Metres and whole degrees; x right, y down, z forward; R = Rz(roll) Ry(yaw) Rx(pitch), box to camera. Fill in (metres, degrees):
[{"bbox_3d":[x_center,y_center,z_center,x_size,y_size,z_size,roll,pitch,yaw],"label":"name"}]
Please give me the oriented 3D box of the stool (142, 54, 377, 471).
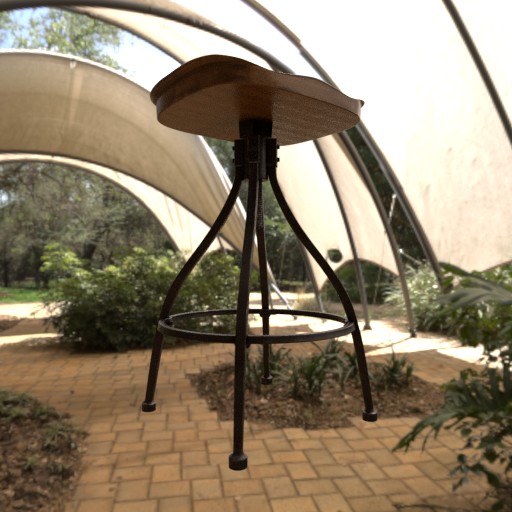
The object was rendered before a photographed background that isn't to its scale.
[{"bbox_3d":[0.000,0.000,0.972,0.432,0.694,0.424,0,0,-38],"label":"stool"}]
